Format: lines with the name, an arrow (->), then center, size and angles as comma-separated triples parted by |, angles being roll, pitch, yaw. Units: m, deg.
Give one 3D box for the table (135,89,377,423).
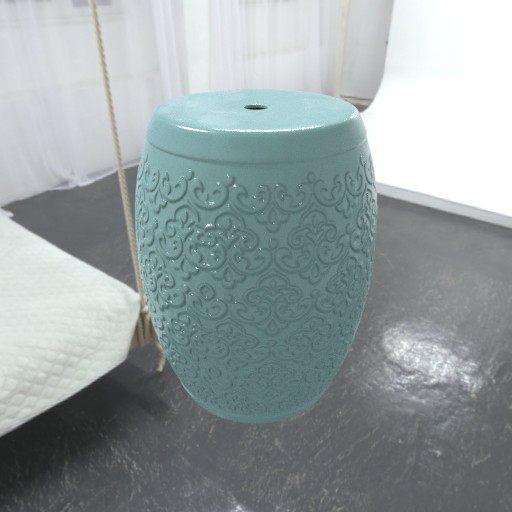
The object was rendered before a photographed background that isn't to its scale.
table -> 0.000, 0.000, 0.604 | 0.309, 0.397, 0.309 | 0, 30, 0
